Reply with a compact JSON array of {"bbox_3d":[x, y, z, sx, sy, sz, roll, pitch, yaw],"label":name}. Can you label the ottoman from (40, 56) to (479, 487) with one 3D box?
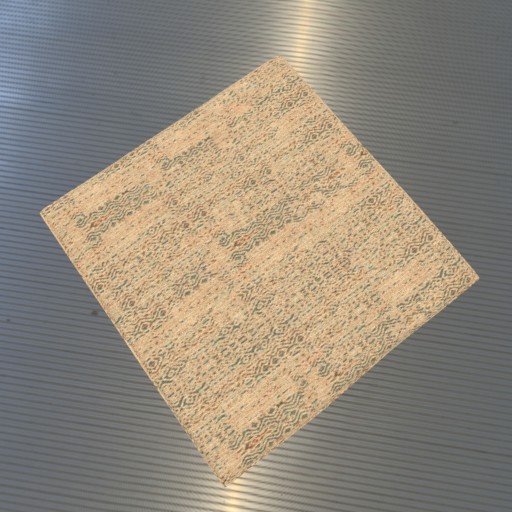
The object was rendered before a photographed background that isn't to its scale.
[{"bbox_3d":[0.000,0.000,1.498,0.968,0.356,1.004,-36,78,-9],"label":"ottoman"}]
